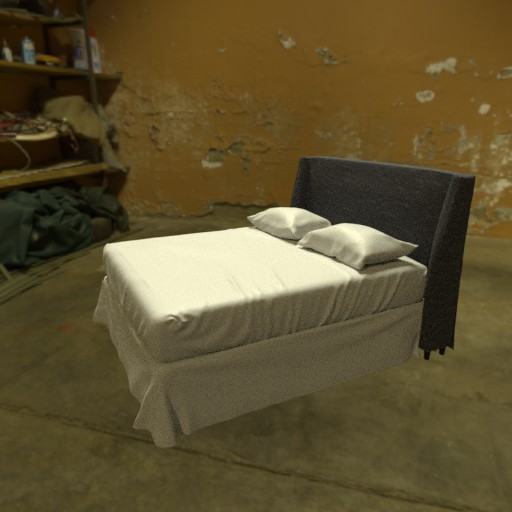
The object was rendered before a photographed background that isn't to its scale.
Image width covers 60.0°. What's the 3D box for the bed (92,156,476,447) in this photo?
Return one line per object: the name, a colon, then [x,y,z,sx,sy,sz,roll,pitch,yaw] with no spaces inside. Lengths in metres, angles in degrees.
bed: [0.000,0.000,3.372,2.276,1.332,1.925,-8,19,-26]
